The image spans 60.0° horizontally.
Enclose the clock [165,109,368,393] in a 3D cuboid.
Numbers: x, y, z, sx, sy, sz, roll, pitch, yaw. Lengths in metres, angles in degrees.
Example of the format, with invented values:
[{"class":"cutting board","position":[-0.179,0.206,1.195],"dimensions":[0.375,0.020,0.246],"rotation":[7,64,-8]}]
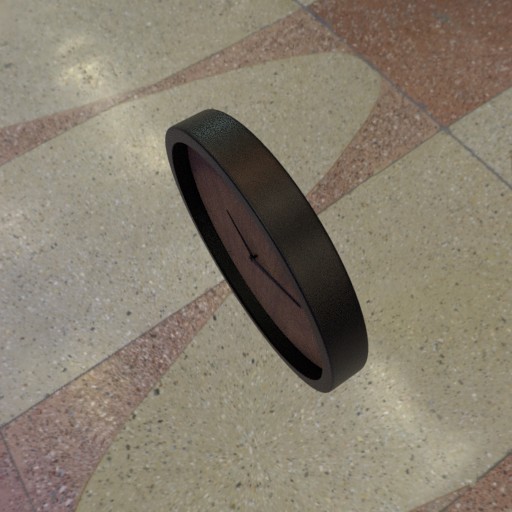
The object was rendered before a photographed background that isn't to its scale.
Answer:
[{"class":"clock","position":[0.000,0.000,0.478],"dimensions":[0.040,0.314,0.314],"rotation":[-31,69,-13]}]
